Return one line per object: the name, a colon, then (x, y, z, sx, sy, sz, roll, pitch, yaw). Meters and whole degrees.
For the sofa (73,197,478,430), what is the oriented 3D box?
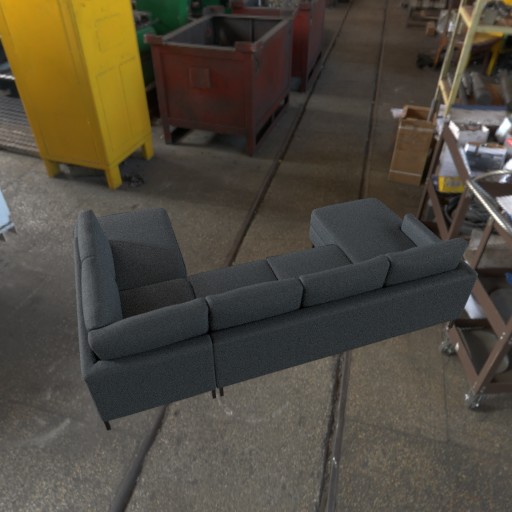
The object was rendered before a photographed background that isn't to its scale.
sofa: (0.000, 0.000, 3.860, 2.975, 0.858, 1.984, -12, 41, -15)
